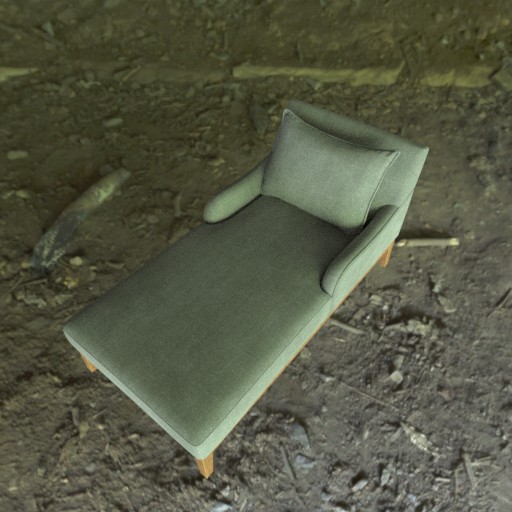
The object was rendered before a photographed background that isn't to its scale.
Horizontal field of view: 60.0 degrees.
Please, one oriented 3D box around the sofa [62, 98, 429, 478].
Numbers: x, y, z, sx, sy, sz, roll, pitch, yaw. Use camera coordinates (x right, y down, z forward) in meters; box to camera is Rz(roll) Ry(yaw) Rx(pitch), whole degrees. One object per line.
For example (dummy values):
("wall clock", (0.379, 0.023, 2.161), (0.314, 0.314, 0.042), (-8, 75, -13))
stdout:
("sofa", (0.000, 0.000, 2.280), (0.894, 0.859, 1.779), (30, 53, 26))
